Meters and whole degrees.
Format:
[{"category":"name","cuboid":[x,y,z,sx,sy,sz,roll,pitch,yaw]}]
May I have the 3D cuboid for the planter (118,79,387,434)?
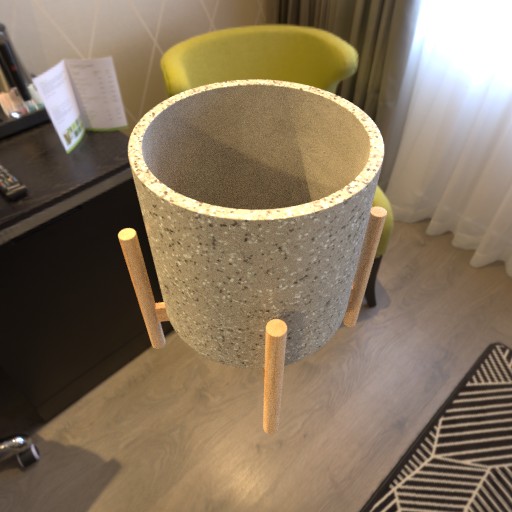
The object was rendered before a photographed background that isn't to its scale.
[{"category":"planter","cuboid":[0.000,0.000,0.685,0.360,0.419,0.360,11,47,10]}]
